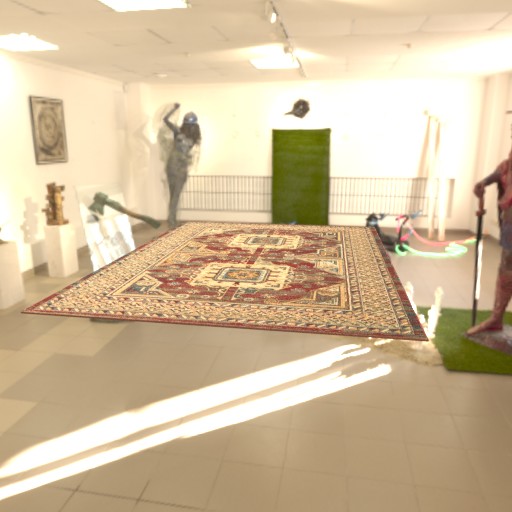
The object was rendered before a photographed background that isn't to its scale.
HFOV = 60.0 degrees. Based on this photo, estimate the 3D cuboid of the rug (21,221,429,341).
[{"bbox_3d":[0.000,0.000,4.046,2.381,0.013,3.197,2,15,9],"label":"rug"}]
